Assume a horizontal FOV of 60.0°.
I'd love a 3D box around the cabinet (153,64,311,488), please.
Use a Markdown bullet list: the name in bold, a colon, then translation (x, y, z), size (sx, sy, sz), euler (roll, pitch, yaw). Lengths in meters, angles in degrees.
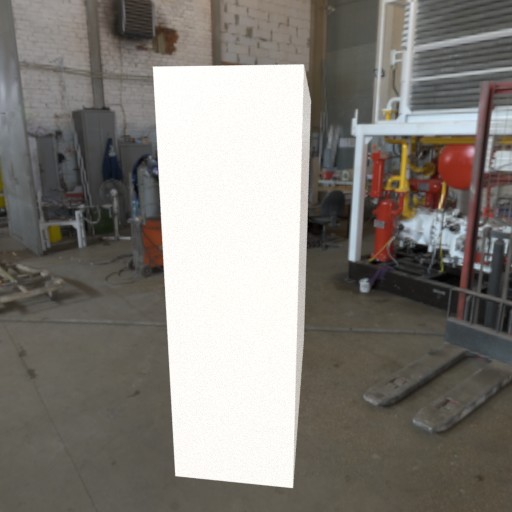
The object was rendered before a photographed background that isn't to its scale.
- **cabinet**: translation (0.000, 0.000, 1.622), size (0.348, 1.150, 0.990), euler (2, 15, 7)
